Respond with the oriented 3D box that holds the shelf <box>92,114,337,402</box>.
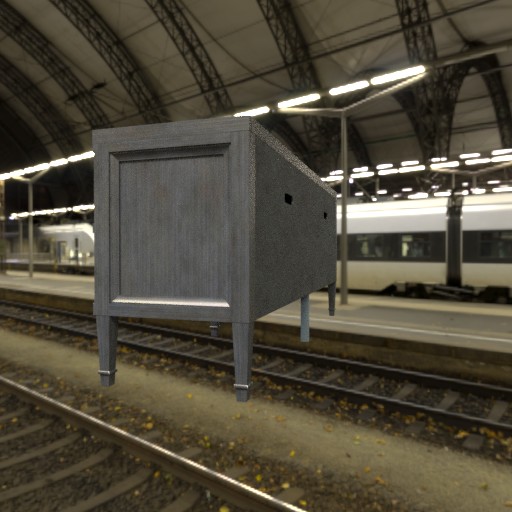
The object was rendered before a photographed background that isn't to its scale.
[{"bbox_3d":[0.000,0.000,1.917,0.479,0.719,1.575,0,1,18],"label":"shelf"}]
